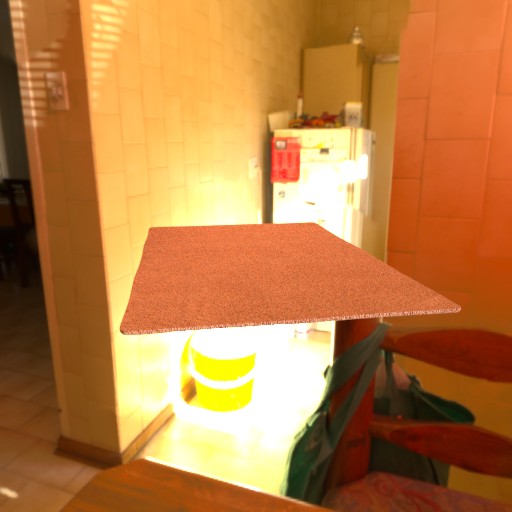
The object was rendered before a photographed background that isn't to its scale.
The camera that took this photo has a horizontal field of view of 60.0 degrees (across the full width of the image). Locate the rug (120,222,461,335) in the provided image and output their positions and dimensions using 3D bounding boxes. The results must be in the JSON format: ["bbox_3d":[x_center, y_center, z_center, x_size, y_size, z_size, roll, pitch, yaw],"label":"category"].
[{"bbox_3d":[0.000,0.000,3.526,1.801,0.024,2.700,-3,15,-10],"label":"rug"}]
